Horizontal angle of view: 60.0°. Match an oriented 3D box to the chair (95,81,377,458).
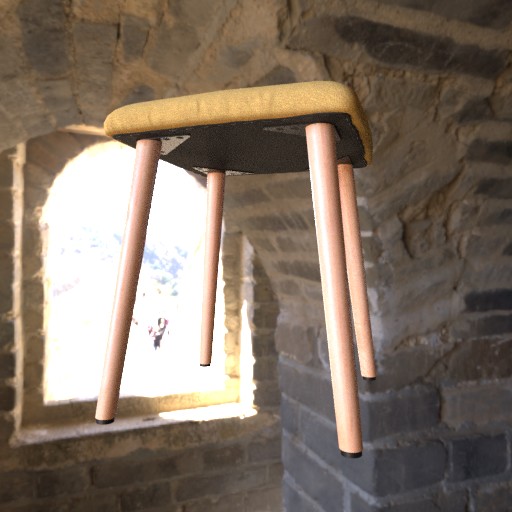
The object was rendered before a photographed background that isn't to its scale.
[{"bbox_3d":[0.000,0.000,0.690,0.350,0.440,0.350,0,0,18],"label":"chair"}]
